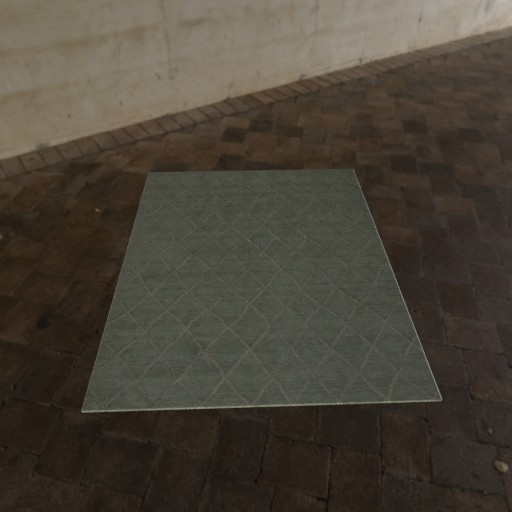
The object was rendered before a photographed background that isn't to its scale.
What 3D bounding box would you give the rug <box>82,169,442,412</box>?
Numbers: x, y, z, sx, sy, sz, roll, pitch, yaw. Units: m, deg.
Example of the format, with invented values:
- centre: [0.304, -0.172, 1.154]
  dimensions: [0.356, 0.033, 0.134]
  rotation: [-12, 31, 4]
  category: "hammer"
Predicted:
- centre: [0.000, 0.000, 4.105]
  dimensions: [2.420, 0.019, 3.039]
  rotation: [-1, 41, -1]
  category: "rug"
